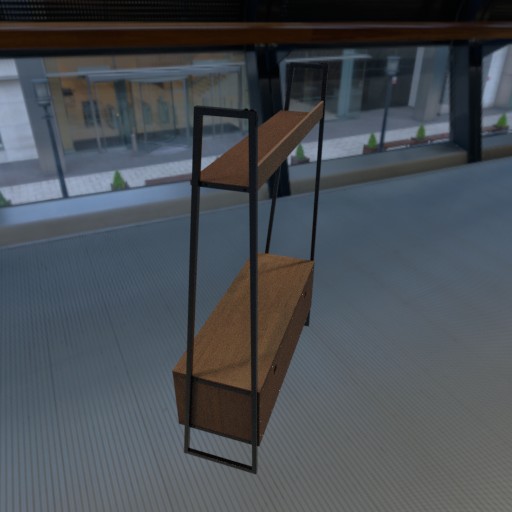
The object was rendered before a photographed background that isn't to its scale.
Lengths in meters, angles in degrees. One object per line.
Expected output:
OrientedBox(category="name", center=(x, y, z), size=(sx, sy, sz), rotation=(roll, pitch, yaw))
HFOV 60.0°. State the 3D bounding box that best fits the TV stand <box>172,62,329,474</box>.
OrientedBox(category="TV stand", center=(0.000, 0.000, 2.351), size=(0.432, 1.772, 1.250), rotation=(9, 31, 16))
